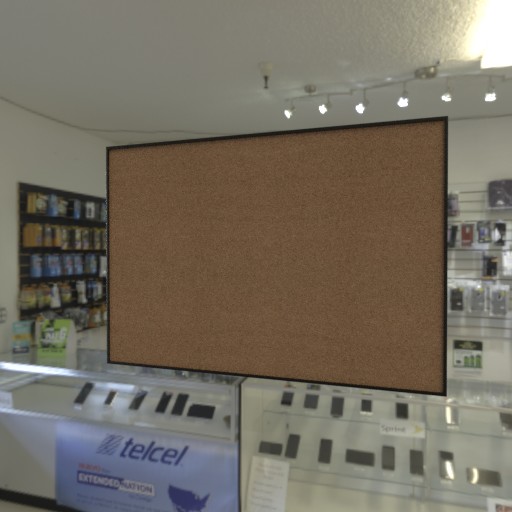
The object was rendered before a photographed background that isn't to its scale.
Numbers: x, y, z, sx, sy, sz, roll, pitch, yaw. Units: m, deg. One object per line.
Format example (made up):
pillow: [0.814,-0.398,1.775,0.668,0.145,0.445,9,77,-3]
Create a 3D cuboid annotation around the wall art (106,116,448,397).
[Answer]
wall art: [0.000,0.000,1.205,0.957,0.660,0.019,0,1,19]
